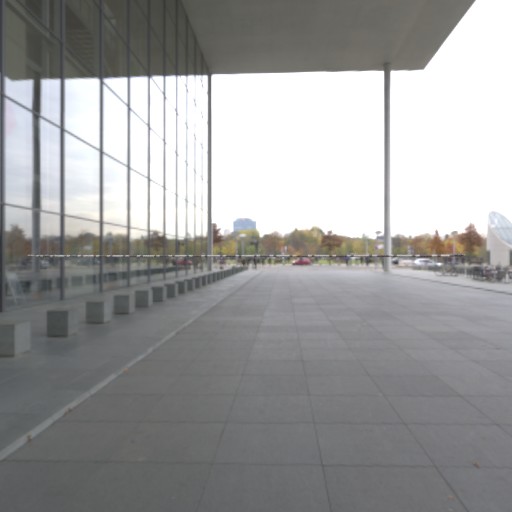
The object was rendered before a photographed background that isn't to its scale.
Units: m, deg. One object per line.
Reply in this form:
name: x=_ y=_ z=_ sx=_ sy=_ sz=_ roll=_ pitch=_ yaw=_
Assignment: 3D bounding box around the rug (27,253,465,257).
rug: x=0.000 y=0.000 z=3.016 sx=2.425 sy=0.014 sz=1.563 roll=0 pitch=0 yaw=19
